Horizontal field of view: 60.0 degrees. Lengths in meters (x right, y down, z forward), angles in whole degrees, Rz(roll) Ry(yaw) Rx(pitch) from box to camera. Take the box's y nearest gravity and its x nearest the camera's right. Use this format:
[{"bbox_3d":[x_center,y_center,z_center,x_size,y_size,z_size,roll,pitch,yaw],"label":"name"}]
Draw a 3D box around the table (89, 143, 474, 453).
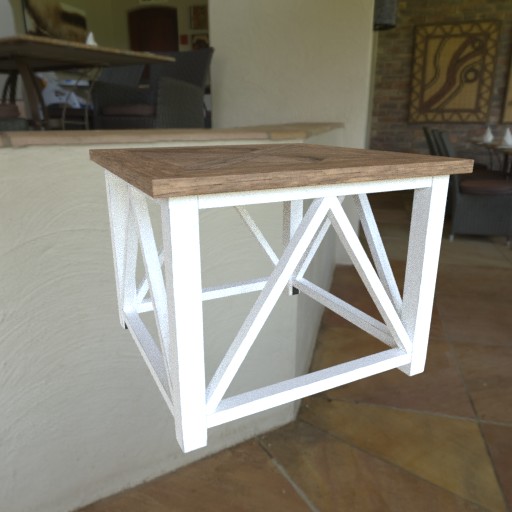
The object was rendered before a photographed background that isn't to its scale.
[{"bbox_3d":[0.000,0.000,1.181,0.700,0.532,0.700,-9,19,-26],"label":"table"}]
